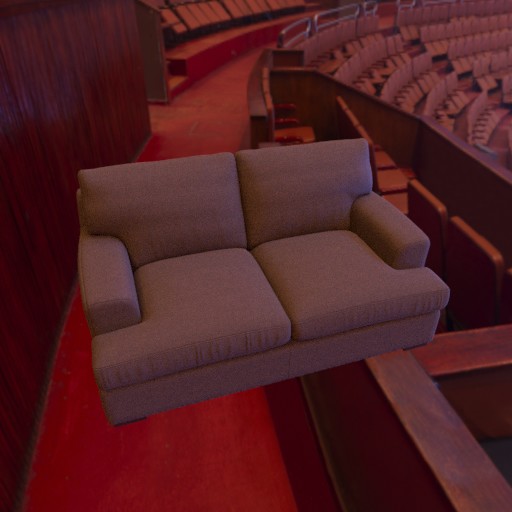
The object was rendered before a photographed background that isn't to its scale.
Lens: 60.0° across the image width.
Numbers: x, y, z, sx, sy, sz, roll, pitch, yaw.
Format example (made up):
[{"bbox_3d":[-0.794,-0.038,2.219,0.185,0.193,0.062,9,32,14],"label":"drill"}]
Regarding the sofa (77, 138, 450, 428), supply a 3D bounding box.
[{"bbox_3d":[0.000,0.000,2.496,1.869,0.950,1.140,-10,34,-15],"label":"sofa"}]
